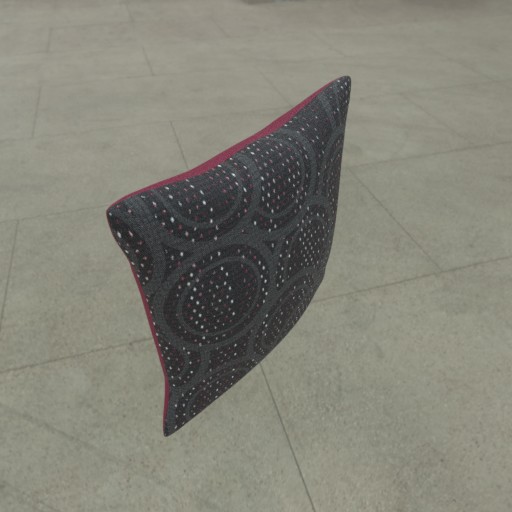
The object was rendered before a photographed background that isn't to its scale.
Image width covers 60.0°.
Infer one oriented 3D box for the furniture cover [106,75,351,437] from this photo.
[{"bbox_3d":[0.000,0.000,0.816,0.193,0.509,0.552,27,48,28],"label":"furniture cover"}]
